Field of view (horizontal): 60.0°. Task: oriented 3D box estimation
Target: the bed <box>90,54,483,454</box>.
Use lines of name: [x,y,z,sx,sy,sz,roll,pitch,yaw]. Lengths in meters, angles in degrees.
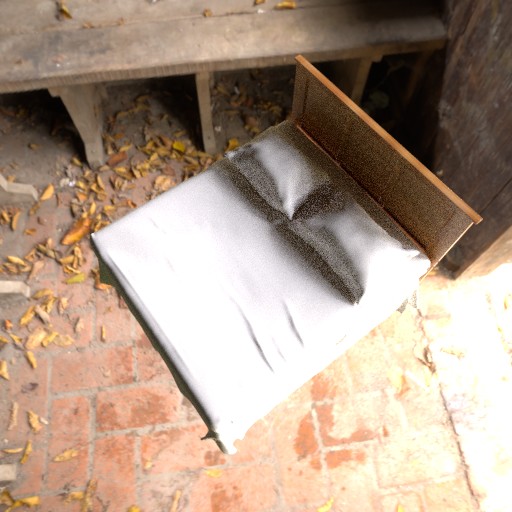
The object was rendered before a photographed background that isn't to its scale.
bed: [0.000,0.000,3.126,2.035,1.273,1.870,-34,69,-15]
